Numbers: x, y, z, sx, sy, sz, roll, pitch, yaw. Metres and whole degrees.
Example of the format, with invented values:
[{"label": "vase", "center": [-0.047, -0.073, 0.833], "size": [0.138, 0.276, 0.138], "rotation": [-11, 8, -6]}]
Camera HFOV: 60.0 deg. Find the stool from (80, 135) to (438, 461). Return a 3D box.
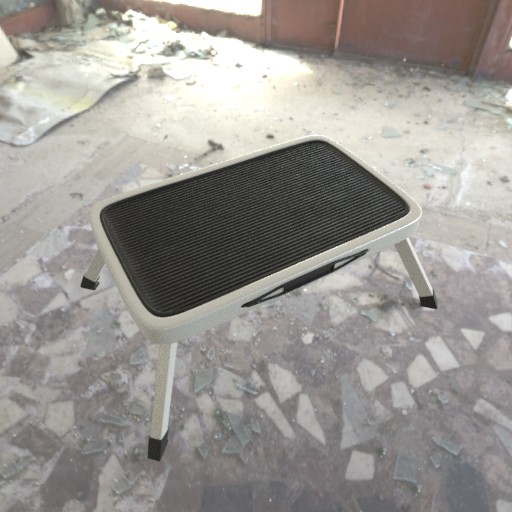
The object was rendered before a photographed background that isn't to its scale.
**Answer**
[{"label": "stool", "center": [0.000, 0.000, 0.622], "size": [0.460, 0.170, 0.320], "rotation": [-22, 49, -21]}]
